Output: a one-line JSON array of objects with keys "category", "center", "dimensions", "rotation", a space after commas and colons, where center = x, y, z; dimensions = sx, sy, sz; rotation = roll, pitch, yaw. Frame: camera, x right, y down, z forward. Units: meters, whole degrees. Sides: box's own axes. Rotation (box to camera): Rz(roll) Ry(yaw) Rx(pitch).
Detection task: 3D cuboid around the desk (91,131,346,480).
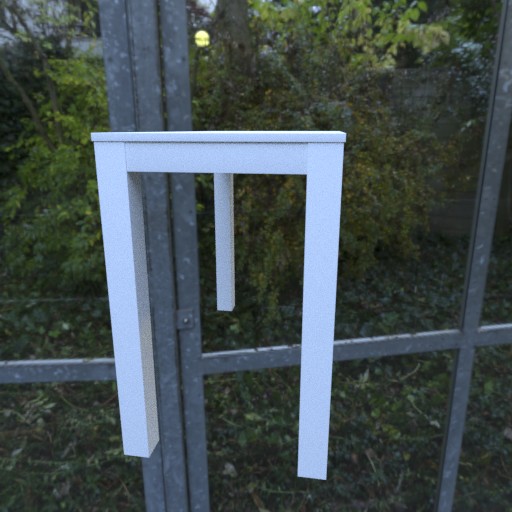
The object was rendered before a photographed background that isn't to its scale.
[{"category": "desk", "center": [0.000, 0.000, 1.412], "dimensions": [0.497, 0.762, 0.990], "rotation": [3, 16, 9]}]
